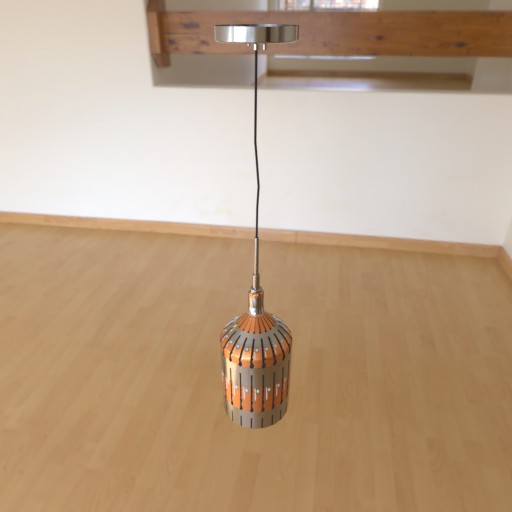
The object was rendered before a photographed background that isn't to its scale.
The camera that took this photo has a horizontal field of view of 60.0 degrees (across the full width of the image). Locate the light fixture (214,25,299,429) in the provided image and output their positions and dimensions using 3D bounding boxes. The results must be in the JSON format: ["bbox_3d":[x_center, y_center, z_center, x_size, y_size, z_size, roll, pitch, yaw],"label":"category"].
[{"bbox_3d":[0.000,0.000,1.662,0.303,1.535,0.303,0,29,0],"label":"light fixture"}]
